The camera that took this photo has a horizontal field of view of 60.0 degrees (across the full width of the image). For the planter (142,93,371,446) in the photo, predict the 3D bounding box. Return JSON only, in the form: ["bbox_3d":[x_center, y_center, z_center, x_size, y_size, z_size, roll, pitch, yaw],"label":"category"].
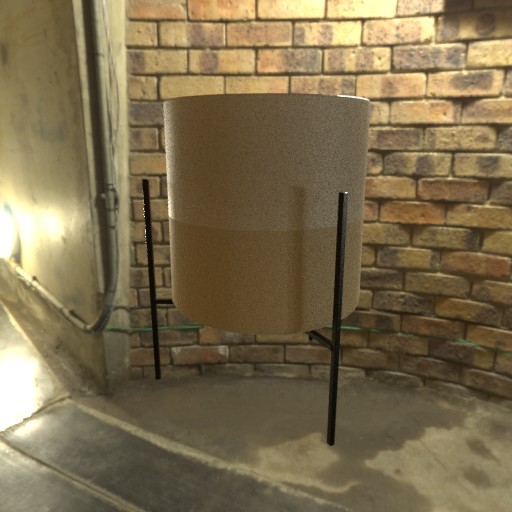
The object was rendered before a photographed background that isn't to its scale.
[{"bbox_3d":[0.000,0.000,0.546,0.267,0.362,0.263,-3,15,-10],"label":"planter"}]
